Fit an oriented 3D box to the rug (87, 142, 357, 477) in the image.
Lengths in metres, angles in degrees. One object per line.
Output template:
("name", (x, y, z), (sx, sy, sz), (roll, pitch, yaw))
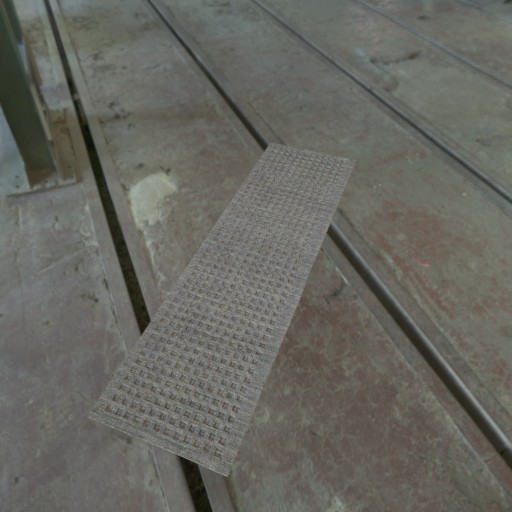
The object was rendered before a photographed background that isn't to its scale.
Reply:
("rug", (0.000, 0.000, 2.719), (0.706, 0.009, 2.443), (16, 49, 14))
